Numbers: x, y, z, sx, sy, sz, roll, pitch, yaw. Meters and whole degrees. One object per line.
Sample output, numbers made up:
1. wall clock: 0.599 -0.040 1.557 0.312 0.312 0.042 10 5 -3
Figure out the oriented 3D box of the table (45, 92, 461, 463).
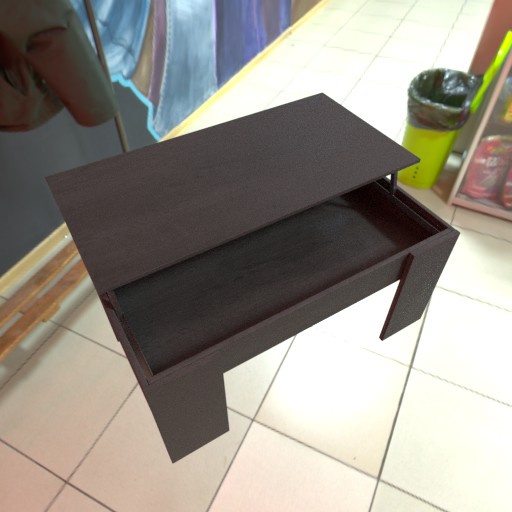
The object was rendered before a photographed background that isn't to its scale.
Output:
1. table: 0.000 0.000 1.459 1.000 0.570 0.711 -24 51 -21
